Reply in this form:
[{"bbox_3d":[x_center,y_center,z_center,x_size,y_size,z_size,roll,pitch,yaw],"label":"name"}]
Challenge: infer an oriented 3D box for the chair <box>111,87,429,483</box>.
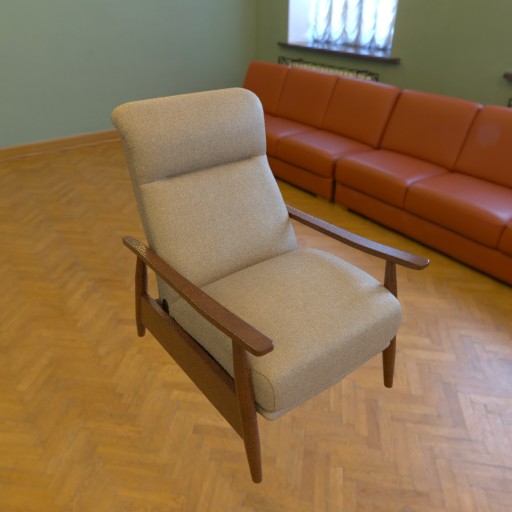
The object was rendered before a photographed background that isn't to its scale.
[{"bbox_3d":[0.000,0.000,1.749,0.762,1.082,1.030,-21,37,-31],"label":"chair"}]
